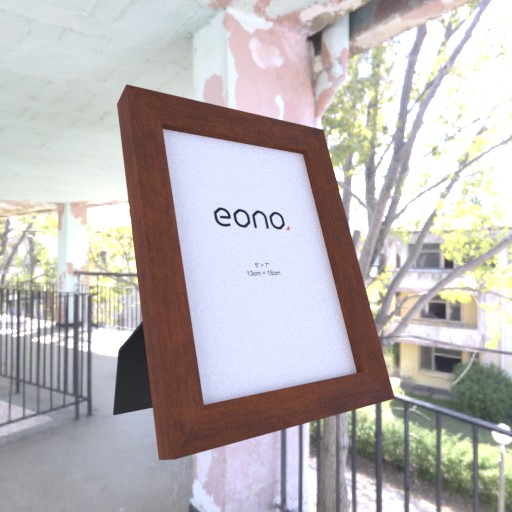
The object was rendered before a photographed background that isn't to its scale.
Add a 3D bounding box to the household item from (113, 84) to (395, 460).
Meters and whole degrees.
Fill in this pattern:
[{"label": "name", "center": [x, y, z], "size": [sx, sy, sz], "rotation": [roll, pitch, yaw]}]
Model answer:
[{"label": "household item", "center": [0.000, 0.000, 0.292], "size": [0.160, 0.204, 0.096], "rotation": [0, -1, -35]}]
